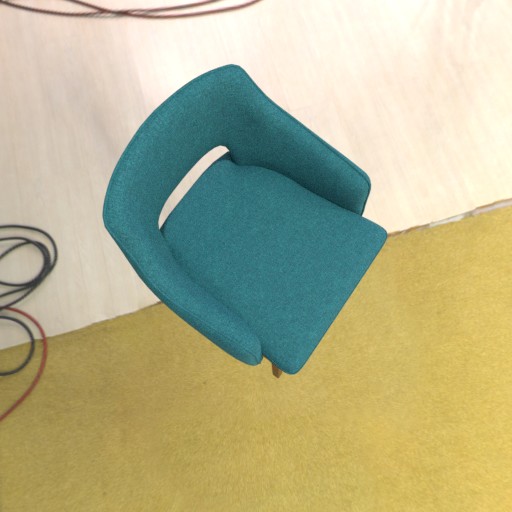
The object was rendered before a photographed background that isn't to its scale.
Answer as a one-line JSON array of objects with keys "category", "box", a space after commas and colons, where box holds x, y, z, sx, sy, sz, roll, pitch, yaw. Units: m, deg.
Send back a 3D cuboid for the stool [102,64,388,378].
[{"category": "stool", "box": [0.000, 0.000, 1.299, 0.556, 0.961, 0.548, 34, 78, 9]}]
